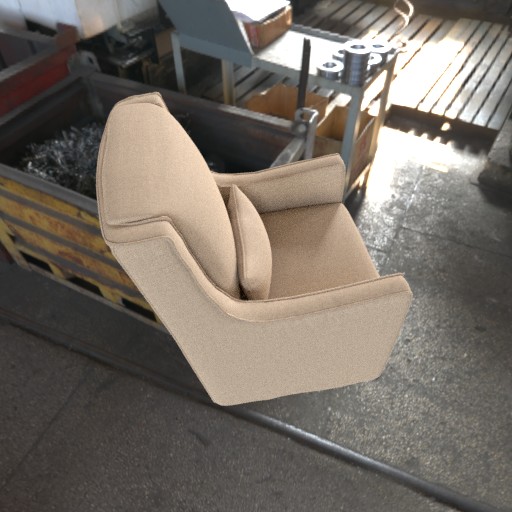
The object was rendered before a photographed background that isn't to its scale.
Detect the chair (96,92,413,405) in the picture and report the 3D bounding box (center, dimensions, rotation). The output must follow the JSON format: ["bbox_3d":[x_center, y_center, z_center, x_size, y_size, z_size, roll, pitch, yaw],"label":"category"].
[{"bbox_3d":[0.000,0.000,1.595,0.879,0.993,0.732,-8,48,-7],"label":"chair"}]
